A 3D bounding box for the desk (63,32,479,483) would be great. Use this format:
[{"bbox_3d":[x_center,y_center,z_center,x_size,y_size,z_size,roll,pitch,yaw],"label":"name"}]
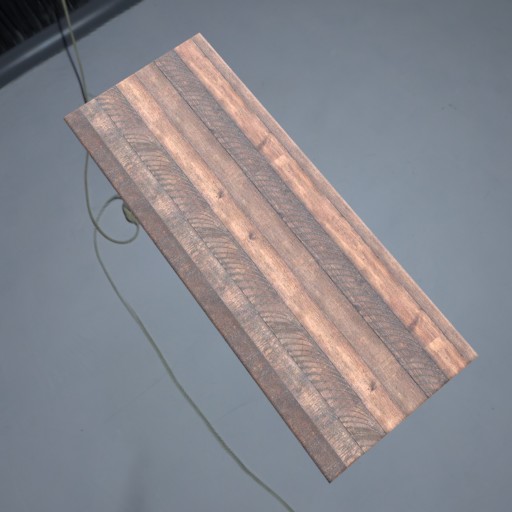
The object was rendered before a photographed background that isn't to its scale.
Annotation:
[{"bbox_3d":[0.000,0.000,1.887,0.617,0.753,1.538,-36,78,-9],"label":"desk"}]
